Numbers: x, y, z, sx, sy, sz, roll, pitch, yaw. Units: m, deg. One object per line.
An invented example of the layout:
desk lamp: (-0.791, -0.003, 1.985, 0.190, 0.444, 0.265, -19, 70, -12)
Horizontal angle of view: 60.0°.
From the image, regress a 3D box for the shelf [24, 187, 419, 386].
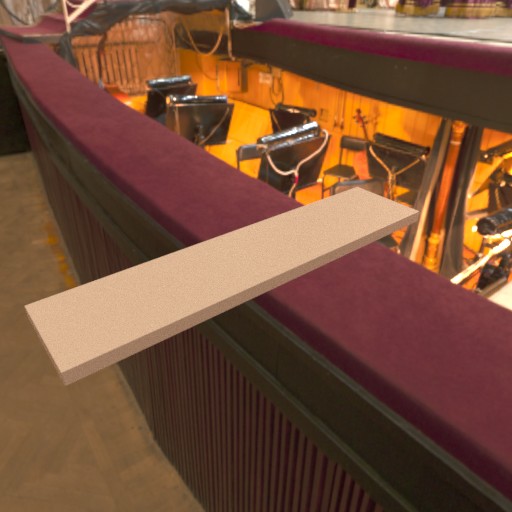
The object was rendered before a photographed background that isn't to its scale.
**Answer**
shelf: (0.000, 0.000, 0.660, 0.610, 0.020, 0.140, -22, 38, -32)
